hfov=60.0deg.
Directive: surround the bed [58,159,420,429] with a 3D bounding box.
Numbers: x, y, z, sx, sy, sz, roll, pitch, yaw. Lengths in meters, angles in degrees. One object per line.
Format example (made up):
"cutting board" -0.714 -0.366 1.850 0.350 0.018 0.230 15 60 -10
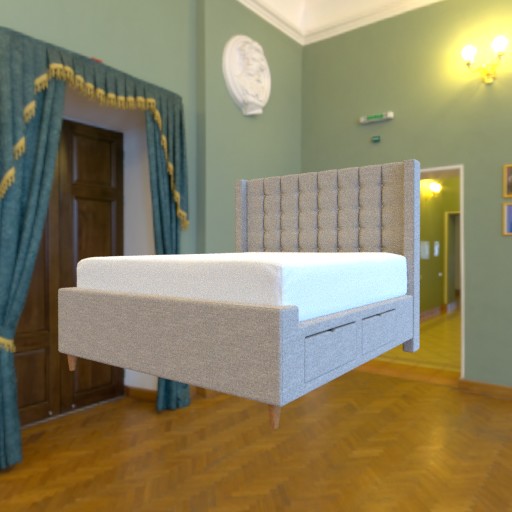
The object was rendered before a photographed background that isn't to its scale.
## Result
"bed" 0.000 0.000 3.752 2.044 1.748 2.372 1 1 36
